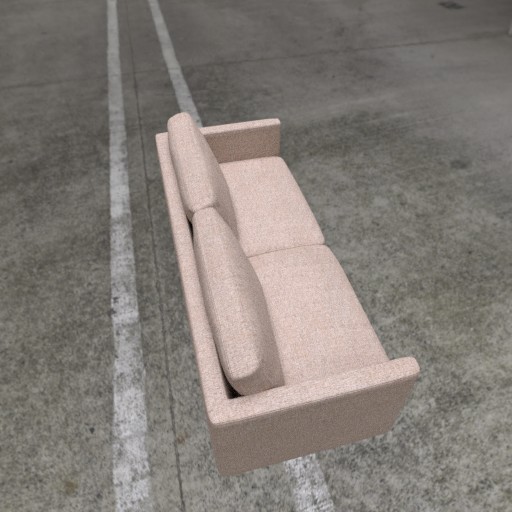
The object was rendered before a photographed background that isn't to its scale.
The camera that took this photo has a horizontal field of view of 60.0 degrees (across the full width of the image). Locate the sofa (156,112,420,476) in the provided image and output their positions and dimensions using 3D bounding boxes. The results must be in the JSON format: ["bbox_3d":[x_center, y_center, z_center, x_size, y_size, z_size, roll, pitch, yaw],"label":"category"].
[{"bbox_3d":[0.000,0.000,2.721,0.951,0.965,2.208,-11,47,-10],"label":"sofa"}]
